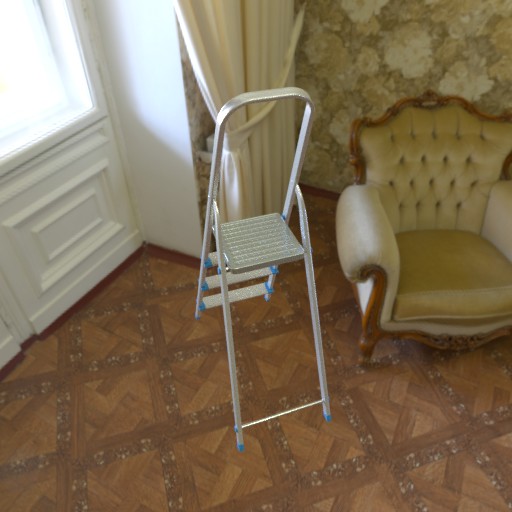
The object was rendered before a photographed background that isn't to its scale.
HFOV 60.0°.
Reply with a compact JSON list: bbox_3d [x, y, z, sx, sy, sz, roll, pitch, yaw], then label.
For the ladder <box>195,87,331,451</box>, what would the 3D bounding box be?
[{"bbox_3d":[0.000,0.000,1.813,0.445,1.434,0.842,-13,42,-14],"label":"ladder"}]
